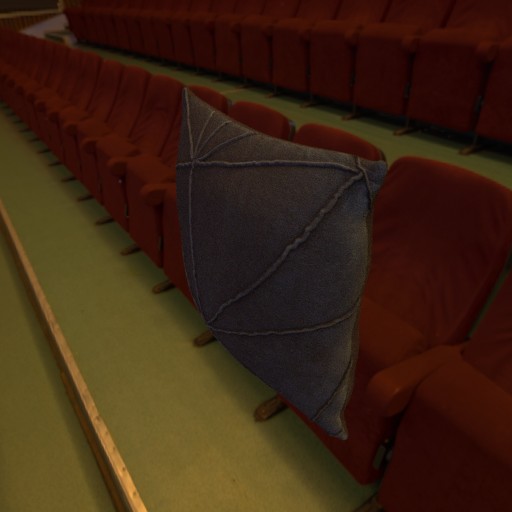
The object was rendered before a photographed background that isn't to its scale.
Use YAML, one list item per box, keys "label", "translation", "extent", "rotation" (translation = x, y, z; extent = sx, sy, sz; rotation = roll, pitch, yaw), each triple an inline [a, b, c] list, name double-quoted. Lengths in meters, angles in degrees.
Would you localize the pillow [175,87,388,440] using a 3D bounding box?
- label: "pillow"
  translation: [0.000, 0.000, 0.691]
  extent: [0.183, 0.440, 0.439]
  rotation: [-20, 37, -30]
